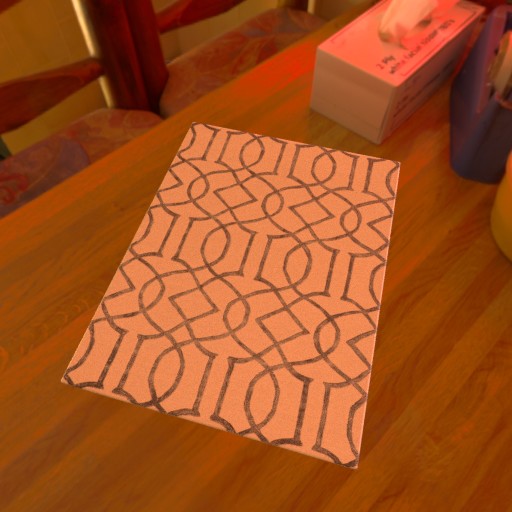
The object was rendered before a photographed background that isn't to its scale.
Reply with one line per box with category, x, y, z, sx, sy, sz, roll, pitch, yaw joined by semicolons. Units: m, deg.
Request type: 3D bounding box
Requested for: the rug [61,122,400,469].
rug;0.000;0.000;3.875;2.211;0.021;2.910;13;59;8
